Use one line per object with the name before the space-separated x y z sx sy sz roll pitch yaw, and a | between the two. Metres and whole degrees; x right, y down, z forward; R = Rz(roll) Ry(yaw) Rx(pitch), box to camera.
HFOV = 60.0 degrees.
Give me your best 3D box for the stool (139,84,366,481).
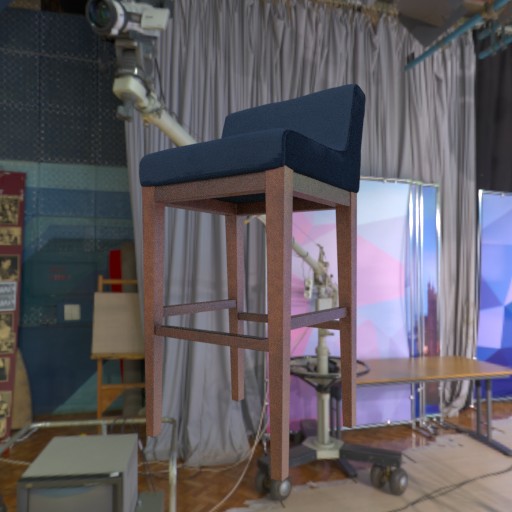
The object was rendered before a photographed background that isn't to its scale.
stool | 0.000 0.000 1.324 0.511 1.037 0.500 0 0 36
